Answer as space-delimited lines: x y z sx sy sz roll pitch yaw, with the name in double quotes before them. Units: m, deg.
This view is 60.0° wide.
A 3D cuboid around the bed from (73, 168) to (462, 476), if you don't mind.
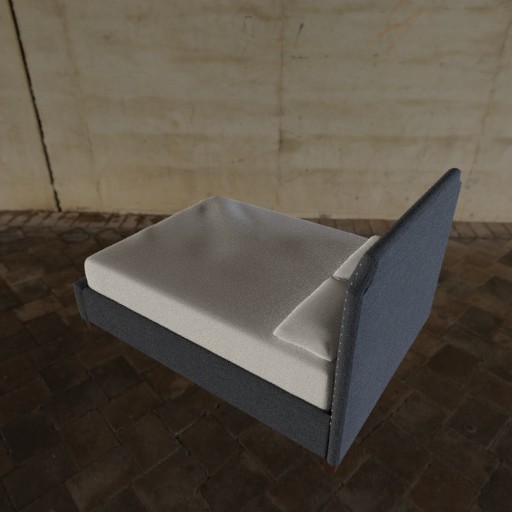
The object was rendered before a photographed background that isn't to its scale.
"bed" 0.000 0.000 3.361 2.372 1.443 1.713 20 36 30
